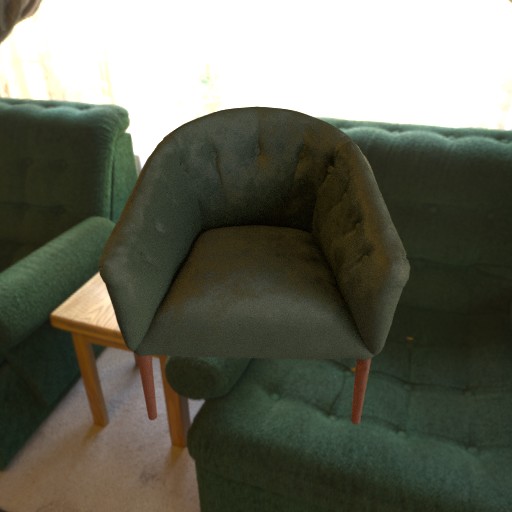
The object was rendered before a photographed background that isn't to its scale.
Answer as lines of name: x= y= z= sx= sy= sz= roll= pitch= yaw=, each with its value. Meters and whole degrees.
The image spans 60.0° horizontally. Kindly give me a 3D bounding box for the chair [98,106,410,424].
chair: x=0.000 y=0.000 z=1.573 sx=0.851 sy=0.885 sz=0.776 roll=1 pitch=31 yaw=1
